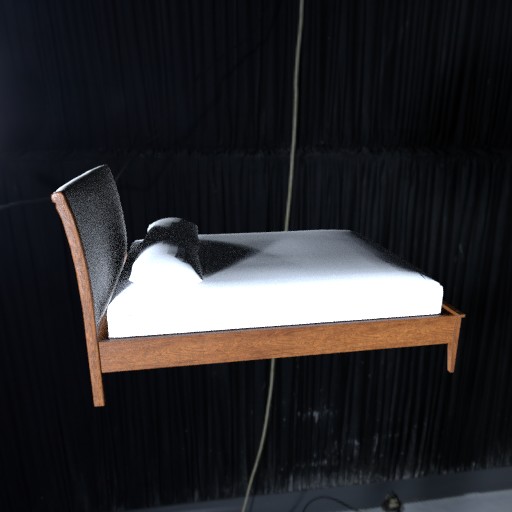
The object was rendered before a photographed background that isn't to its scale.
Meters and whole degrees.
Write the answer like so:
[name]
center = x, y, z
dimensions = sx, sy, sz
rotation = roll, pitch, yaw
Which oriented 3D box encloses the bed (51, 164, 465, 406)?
[bed]
center = 0.000, 0.000, 3.284
dimensions = 2.380, 1.250, 1.612
rotation = -3, 17, -9
